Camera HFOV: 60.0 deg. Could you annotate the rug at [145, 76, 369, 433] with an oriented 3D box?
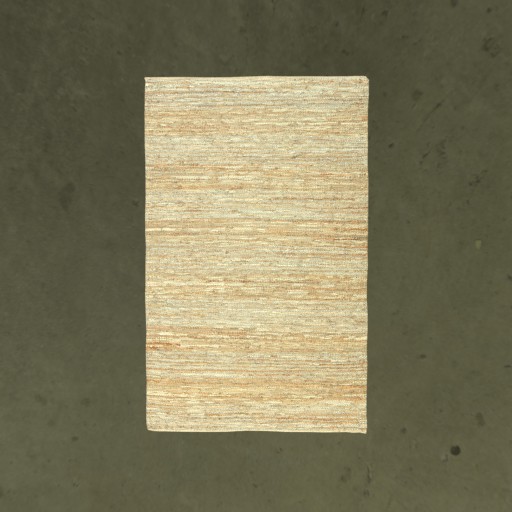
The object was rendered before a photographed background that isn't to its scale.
[{"bbox_3d":[0.000,0.000,3.041,1.529,0.009,2.446,0,91,1],"label":"rug"}]
